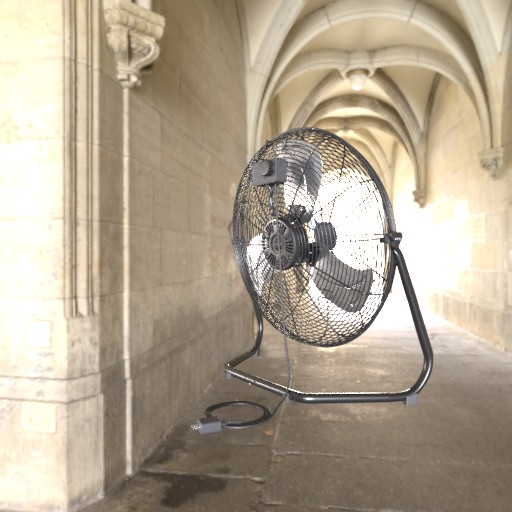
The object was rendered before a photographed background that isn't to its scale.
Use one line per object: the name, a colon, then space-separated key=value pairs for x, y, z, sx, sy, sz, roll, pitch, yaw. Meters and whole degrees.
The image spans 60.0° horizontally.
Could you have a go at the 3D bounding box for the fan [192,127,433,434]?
fan: x=0.000 y=0.000 z=1.004 sx=0.470 sy=0.605 sz=0.595 roll=0 pitch=0 yaw=-36
